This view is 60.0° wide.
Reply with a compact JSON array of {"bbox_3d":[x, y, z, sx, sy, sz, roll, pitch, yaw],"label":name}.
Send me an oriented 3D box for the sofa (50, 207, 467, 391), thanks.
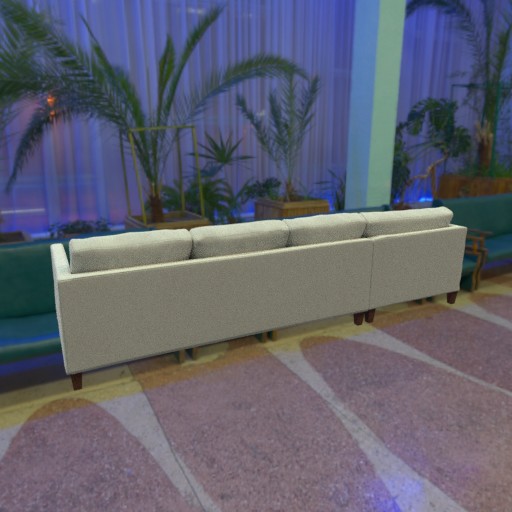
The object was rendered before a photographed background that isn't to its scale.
[{"bbox_3d":[0.000,0.000,3.794,3.186,0.861,1.625,-7,17,-25],"label":"sofa"}]
